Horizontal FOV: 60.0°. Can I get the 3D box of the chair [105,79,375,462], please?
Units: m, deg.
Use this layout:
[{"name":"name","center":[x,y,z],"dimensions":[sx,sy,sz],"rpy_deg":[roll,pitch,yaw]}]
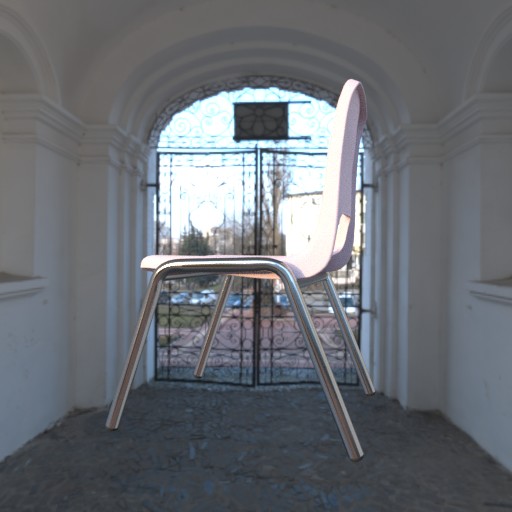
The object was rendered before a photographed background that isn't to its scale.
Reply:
[{"name":"chair","center":[0.000,0.000,0.841],"dimensions":[0.423,0.586,0.354],"rpy_deg":[0,0,18]}]
